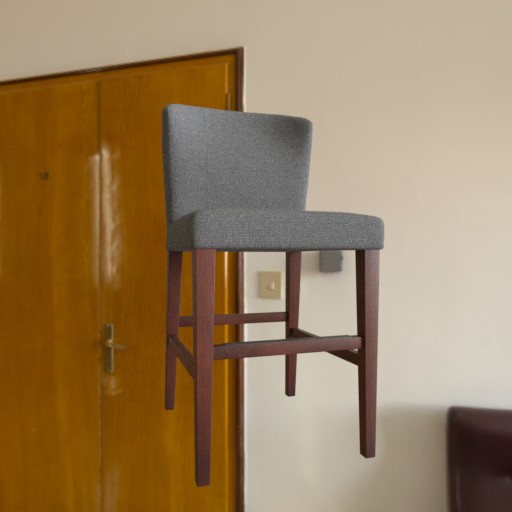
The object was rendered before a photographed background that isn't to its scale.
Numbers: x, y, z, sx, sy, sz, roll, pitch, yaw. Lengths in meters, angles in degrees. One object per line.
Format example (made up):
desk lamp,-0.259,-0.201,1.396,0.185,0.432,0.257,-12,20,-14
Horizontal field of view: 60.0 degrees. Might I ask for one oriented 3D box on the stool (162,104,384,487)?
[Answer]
stool,0.000,0.000,1.239,0.479,0.968,0.568,0,0,-19
